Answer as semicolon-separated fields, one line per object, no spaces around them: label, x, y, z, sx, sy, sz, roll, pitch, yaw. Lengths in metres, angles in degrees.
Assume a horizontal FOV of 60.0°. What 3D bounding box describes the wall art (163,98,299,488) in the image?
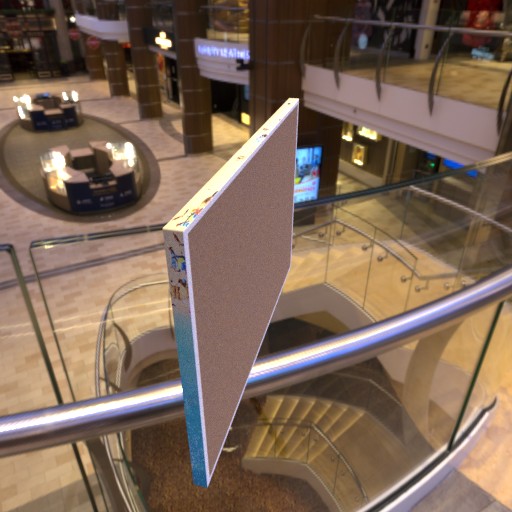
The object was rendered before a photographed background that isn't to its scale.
wall art;0.000;0.000;1.449;0.040;0.769;1.136;8;32;13
